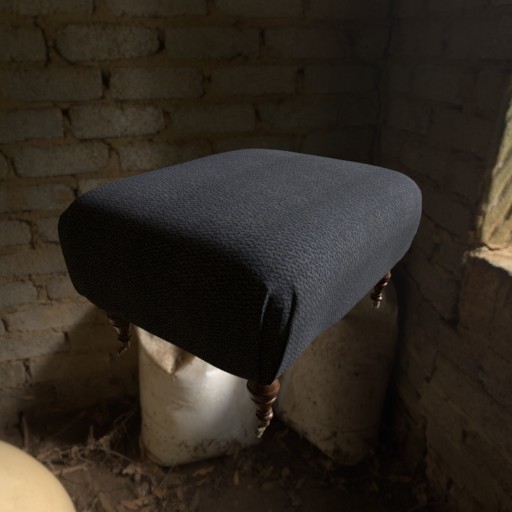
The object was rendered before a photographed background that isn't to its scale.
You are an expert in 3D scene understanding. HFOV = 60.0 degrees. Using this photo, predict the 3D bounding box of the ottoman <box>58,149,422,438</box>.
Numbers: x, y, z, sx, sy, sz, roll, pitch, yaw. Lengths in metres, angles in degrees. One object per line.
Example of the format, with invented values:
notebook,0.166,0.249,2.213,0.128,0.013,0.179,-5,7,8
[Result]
ottoman,0.000,0.000,1.135,0.622,0.450,0.747,18,31,32
